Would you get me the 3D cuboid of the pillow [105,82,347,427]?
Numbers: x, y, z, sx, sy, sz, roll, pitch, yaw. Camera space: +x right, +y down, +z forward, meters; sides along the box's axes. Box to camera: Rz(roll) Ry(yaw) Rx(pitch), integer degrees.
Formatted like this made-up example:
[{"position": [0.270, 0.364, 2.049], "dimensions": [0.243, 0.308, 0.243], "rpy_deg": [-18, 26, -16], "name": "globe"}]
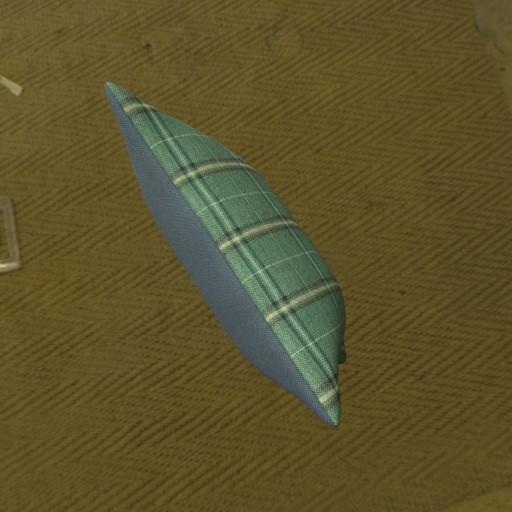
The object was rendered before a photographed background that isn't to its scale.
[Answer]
[{"position": [0.000, 0.000, 0.683], "dimensions": [0.200, 0.430, 0.453], "rpy_deg": [-33, 79, -7], "name": "pillow"}]
